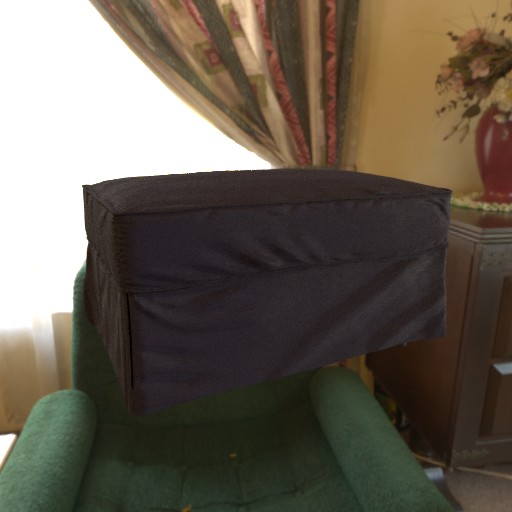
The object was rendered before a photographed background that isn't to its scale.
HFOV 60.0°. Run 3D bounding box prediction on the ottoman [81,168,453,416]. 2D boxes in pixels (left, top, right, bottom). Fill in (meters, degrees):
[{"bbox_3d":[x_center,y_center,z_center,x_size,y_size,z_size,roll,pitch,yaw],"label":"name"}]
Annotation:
[{"bbox_3d":[0.000,0.000,1.317,0.938,0.503,0.637,-7,16,-26],"label":"ottoman"}]
